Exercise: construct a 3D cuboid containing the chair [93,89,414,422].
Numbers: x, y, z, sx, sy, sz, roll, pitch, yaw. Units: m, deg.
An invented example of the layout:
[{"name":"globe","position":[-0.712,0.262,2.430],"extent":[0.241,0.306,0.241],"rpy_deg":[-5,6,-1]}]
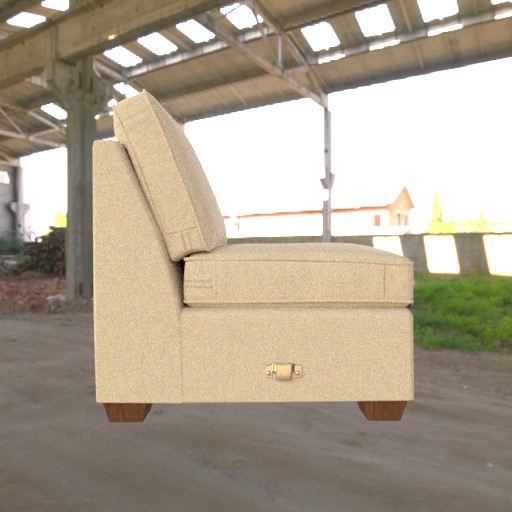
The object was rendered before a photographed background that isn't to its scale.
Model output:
[{"name":"chair","position":[0.000,0.000,1.559],"extent":[0.938,0.970,0.621],"rpy_deg":[0,0,-1]}]
